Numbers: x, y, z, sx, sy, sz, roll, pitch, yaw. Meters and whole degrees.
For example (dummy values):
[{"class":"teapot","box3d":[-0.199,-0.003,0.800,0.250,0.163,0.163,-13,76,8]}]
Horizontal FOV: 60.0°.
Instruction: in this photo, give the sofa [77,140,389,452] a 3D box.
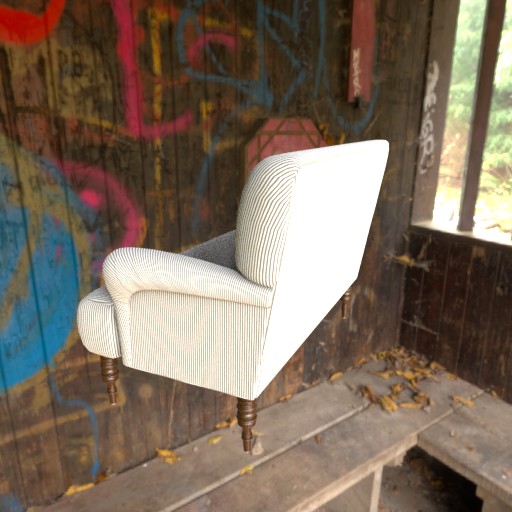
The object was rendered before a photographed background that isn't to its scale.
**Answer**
[{"class":"sofa","box3d":[0.000,0.000,1.791,0.779,0.889,1.297,8,18,25]}]
